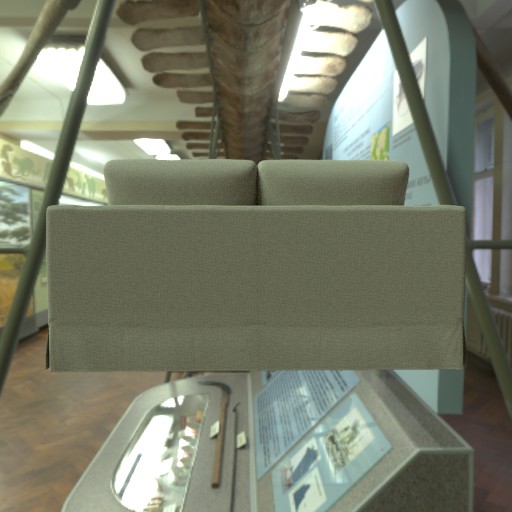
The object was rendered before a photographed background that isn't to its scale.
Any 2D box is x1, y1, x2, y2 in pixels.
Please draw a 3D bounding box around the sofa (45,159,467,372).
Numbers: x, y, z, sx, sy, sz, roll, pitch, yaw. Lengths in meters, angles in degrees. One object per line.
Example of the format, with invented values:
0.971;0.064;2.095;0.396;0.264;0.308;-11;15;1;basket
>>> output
0.000;0.000;2.361;1.813;0.932;1.009;0;2;-1;sofa
